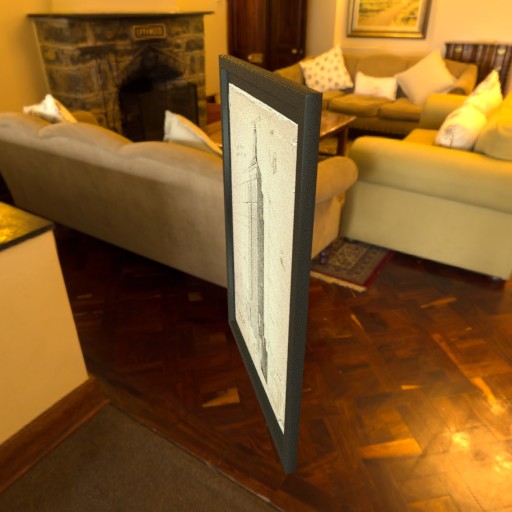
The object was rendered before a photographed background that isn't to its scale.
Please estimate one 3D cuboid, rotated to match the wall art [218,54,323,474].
[{"bbox_3d":[0.000,0.000,0.550,0.013,0.431,0.303,-8,30,-14],"label":"wall art"}]
